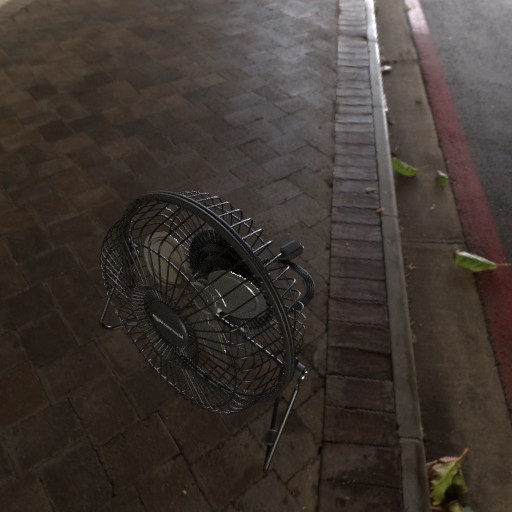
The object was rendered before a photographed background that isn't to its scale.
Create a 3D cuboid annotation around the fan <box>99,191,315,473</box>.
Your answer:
[{"bbox_3d":[0.000,0.000,0.381,0.209,0.188,0.227,32,54,26],"label":"fan"}]
